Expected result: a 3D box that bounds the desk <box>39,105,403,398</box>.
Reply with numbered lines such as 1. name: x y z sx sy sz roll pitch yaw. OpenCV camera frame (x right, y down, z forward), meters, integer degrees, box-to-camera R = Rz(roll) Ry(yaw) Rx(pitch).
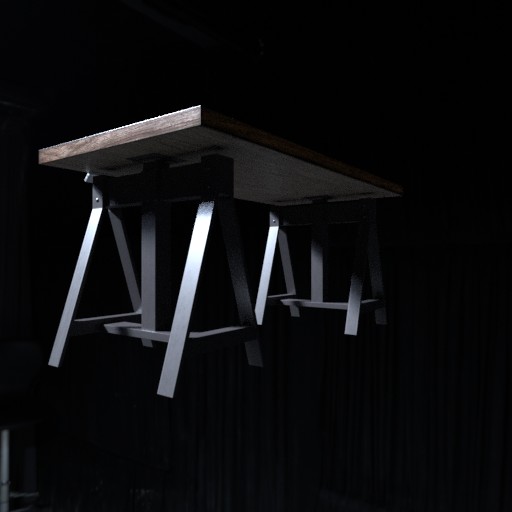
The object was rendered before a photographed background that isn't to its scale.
1. desk: 0.000 0.000 1.923 0.784 0.725 1.543 0 0 36
